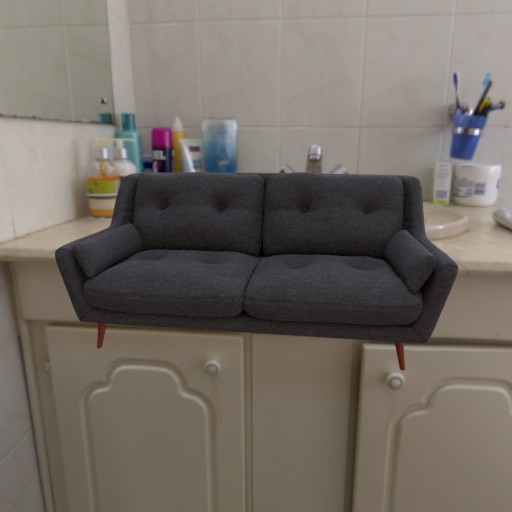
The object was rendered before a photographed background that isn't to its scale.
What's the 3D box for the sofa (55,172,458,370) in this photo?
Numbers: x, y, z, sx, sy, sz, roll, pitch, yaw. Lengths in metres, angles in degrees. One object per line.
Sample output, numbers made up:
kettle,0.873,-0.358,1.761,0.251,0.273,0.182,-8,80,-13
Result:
sofa,0.000,0.000,2.495,1.929,0.896,0.975,2,14,9
